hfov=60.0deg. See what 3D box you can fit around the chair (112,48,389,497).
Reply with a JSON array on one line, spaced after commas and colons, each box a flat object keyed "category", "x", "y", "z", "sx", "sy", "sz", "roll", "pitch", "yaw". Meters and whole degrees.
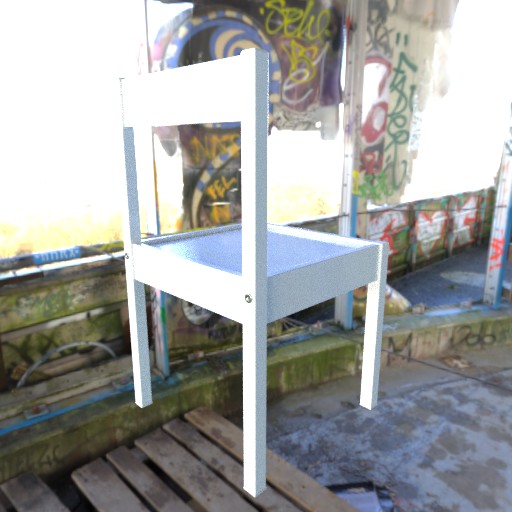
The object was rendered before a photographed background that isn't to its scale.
[{"category": "chair", "x": 0.000, "y": 0.000, "z": 0.671, "sx": 0.285, "sy": 0.505, "sz": 0.285, "roll": -14, "pitch": 20, "yaw": -43}]
